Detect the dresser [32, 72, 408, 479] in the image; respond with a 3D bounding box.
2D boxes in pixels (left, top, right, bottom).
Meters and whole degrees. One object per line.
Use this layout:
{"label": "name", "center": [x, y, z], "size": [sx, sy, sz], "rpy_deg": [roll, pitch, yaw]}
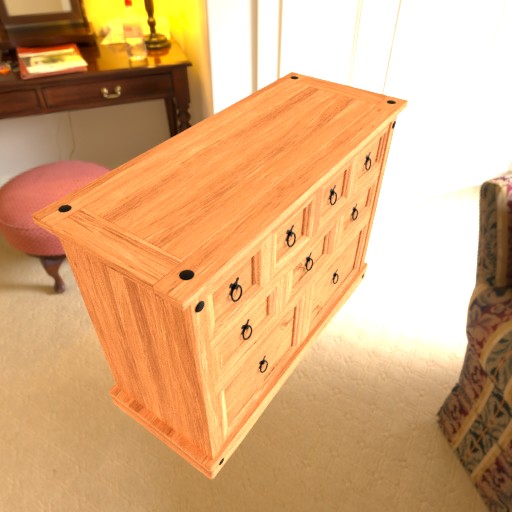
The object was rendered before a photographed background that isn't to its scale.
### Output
{"label": "dresser", "center": [0.000, 0.000, 1.350], "size": [0.410, 0.740, 0.990], "rpy_deg": [25, 48, 26]}
